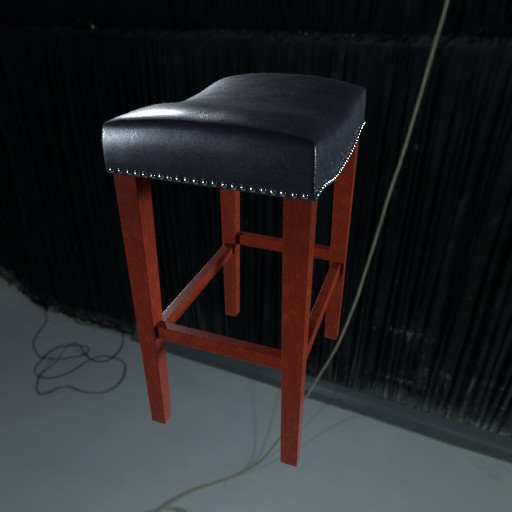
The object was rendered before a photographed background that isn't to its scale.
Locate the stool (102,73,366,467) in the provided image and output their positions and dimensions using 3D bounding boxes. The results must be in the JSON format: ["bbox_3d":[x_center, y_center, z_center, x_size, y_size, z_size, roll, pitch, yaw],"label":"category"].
[{"bbox_3d":[0.000,0.000,1.034,0.372,0.742,0.504,10,32,17],"label":"stool"}]
